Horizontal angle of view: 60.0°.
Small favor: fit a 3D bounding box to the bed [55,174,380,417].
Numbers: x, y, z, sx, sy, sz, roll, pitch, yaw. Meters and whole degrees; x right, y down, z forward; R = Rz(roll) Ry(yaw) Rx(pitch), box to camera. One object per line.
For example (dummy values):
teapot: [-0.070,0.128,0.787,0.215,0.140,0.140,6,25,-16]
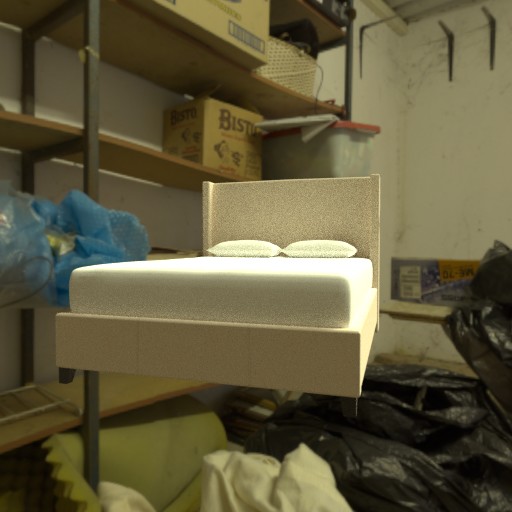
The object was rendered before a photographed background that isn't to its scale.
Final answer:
bed: [0.000,0.000,3.437,1.778,1.471,2.293,1,2,17]
